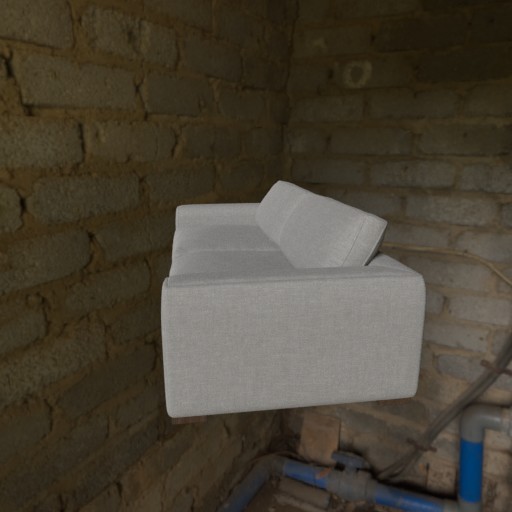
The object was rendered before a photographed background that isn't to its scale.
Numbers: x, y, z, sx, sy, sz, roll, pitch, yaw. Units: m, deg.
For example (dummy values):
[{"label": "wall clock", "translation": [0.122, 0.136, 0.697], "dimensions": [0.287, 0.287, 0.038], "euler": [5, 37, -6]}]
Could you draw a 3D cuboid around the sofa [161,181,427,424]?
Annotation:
[{"label": "sofa", "translation": [0.000, 0.000, 2.774], "dimensions": [1.070, 0.801, 2.262], "euler": [-2, 14, -8]}]
